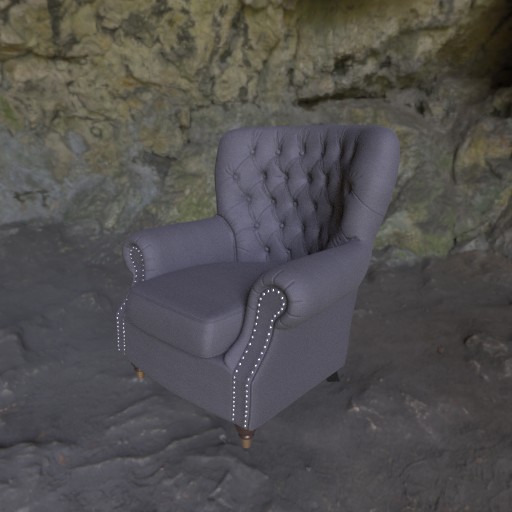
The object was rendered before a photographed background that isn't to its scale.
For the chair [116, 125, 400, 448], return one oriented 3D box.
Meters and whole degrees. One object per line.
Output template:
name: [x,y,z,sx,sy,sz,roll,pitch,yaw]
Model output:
chair: [0.000,0.000,1.827,0.983,1.046,0.983,14,20,41]
